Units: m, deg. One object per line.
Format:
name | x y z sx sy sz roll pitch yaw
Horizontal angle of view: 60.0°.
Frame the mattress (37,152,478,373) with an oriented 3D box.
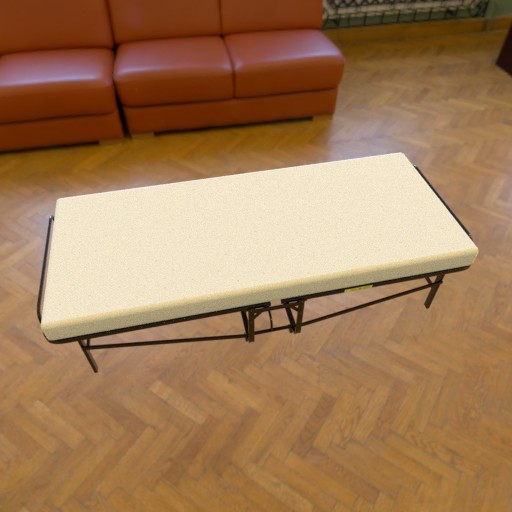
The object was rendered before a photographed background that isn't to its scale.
mattress | 0.000 0.000 2.515 2.153 0.519 0.922 -9 48 -9
